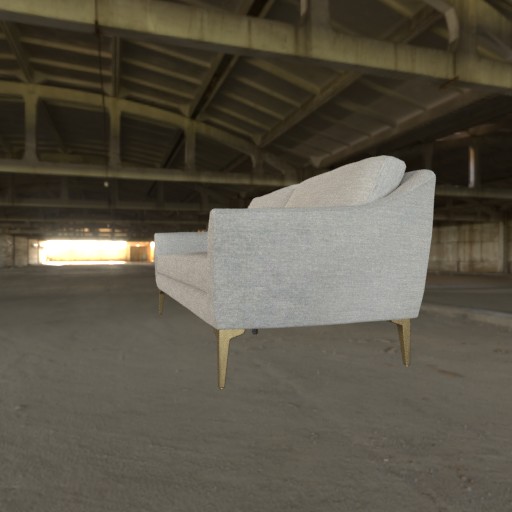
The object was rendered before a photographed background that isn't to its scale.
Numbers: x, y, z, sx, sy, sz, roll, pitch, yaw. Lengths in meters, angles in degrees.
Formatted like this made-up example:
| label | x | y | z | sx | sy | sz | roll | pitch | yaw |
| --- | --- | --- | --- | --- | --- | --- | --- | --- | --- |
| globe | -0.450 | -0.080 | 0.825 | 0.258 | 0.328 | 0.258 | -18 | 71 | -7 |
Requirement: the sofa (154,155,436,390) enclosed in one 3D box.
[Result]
| label | x | y | z | sx | sy | sz | roll | pitch | yaw |
| --- | --- | --- | --- | --- | --- | --- | --- | --- | --- |
| sofa | 0.000 | 0.000 | 2.584 | 0.980 | 0.913 | 2.036 | 0 | 0 | -18 |
